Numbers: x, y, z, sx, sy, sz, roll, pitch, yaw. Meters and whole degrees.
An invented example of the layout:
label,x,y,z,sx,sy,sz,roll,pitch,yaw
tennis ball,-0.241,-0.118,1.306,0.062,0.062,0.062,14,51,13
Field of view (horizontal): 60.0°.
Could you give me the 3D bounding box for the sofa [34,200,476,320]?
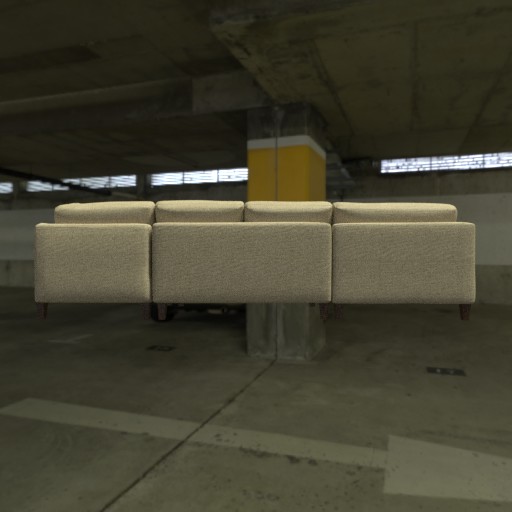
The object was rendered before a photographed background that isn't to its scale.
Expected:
label,x,y,z,sx,sy,sz,roll,pitch,yaw
sofa,0.000,0.000,4.687,3.460,0.959,2.593,0,1,1
